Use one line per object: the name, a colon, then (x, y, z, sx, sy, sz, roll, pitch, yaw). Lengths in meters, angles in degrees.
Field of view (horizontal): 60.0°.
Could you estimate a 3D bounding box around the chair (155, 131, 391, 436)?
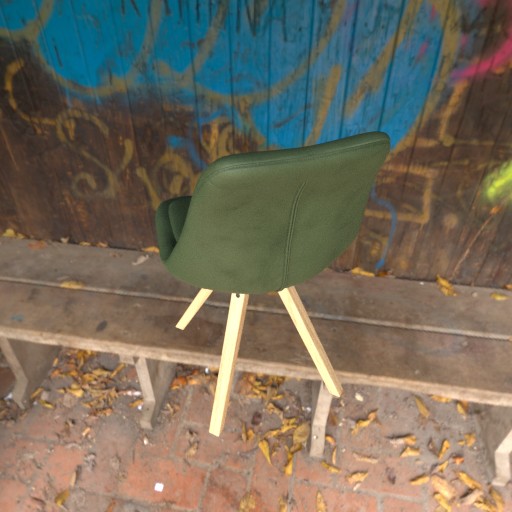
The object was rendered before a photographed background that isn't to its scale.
chair: (0.000, 0.000, 1.156, 0.483, 0.865, 0.547, -13, 42, -14)
